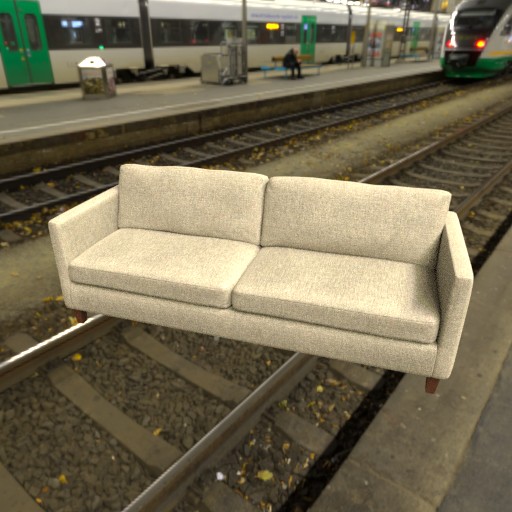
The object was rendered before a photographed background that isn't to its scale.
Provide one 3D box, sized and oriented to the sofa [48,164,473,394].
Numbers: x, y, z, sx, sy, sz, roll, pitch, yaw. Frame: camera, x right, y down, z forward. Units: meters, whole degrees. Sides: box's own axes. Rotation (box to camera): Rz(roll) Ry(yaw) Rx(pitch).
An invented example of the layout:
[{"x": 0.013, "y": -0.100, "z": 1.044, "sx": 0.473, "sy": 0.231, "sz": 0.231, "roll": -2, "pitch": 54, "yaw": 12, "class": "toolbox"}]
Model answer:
[{"x": 0.000, "y": 0.000, "z": 2.885, "sx": 2.434, "sy": 0.951, "sz": 0.948, "roll": 8, "pitch": 27, "yaw": 15, "class": "sofa"}]
